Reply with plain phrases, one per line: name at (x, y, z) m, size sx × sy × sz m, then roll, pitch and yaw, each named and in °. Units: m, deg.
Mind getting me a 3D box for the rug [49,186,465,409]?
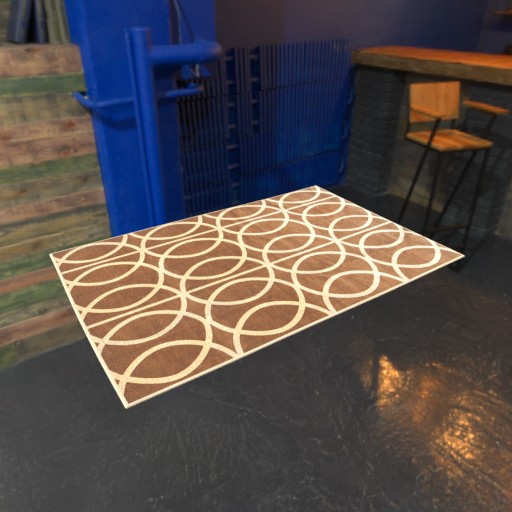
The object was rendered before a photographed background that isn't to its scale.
rug at (0.000, 0.000, 2.911) m, size 2.294 × 0.014 × 1.528 m, roll -18°, pitch 35°, yaw -28°
